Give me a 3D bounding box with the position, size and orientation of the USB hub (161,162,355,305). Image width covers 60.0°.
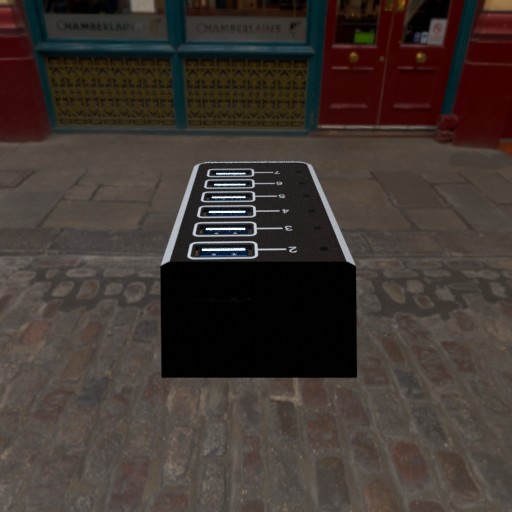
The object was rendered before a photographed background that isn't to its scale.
[{"bbox_3d":[0.000,0.000,0.126,0.044,0.023,0.110,-1,29,-1],"label":"USB hub"}]
